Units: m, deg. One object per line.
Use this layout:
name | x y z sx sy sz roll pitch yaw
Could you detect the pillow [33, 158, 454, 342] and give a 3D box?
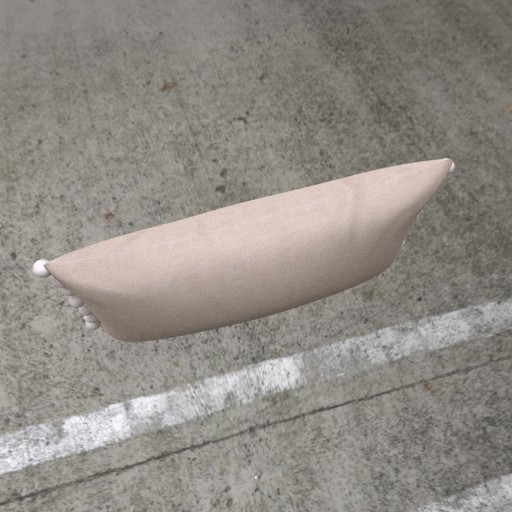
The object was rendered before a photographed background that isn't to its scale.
pillow | 0.000 0.000 0.814 0.709 0.322 0.201 -15 64 -7
